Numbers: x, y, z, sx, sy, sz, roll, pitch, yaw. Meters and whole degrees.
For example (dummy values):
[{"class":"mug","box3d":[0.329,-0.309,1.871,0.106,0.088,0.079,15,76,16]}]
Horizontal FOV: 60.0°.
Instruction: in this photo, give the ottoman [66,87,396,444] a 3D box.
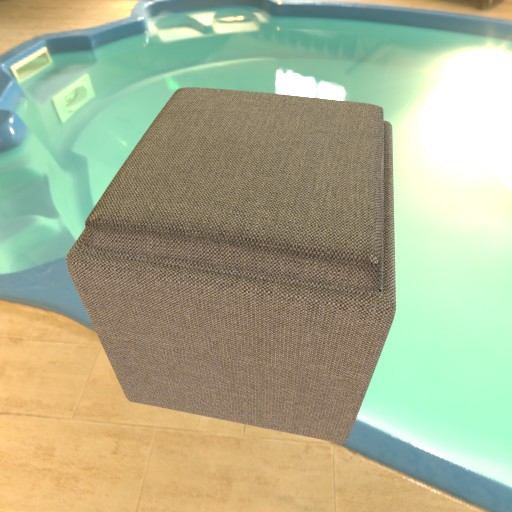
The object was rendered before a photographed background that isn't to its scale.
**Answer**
[{"class":"ottoman","box3d":[0.000,0.000,0.833,0.436,0.487,0.454,8,47,8]}]
